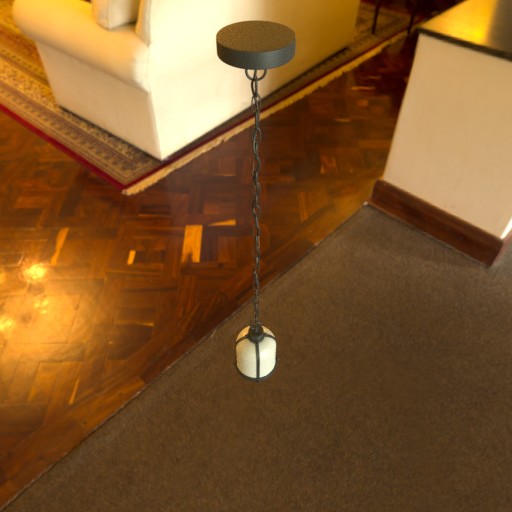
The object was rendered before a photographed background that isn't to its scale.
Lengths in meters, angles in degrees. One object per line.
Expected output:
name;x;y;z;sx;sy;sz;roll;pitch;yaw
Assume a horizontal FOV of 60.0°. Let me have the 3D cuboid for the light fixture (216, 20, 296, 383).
light fixture;0.000;0.000;1.237;0.178;1.181;0.178;-4;48;-4
